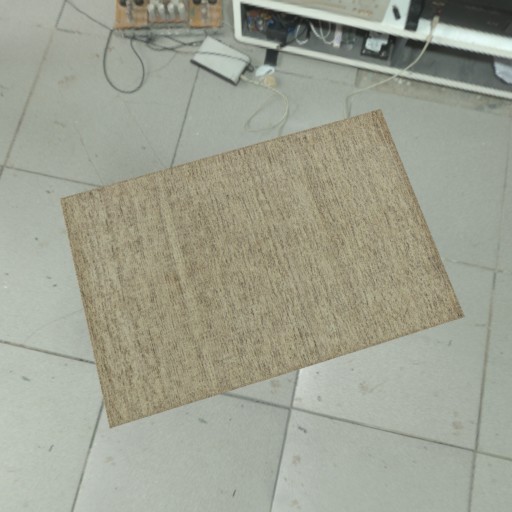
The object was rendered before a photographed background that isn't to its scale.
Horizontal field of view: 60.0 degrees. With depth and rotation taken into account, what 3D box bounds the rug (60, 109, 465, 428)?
[{"bbox_3d":[0.000,0.000,2.295,1.822,0.018,1.211,-16,78,-4],"label":"rug"}]
